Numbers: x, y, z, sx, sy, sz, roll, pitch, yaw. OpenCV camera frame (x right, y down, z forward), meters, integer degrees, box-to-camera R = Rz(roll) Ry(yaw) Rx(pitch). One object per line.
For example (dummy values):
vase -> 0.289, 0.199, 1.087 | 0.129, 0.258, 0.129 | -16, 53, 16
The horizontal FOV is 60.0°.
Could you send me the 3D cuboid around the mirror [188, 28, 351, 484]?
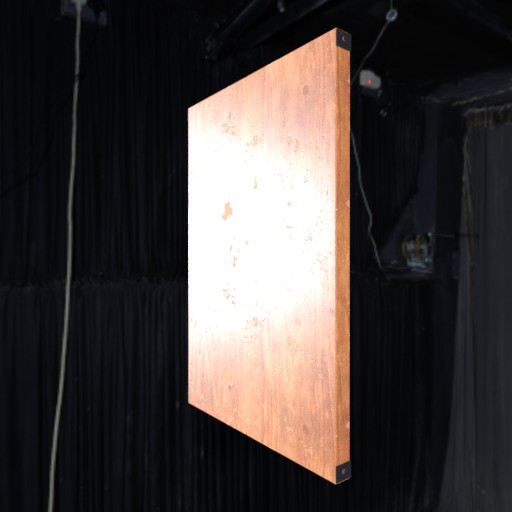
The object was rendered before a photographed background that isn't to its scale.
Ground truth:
mirror -> 0.000, 0.000, 0.957 | 0.053, 0.761, 0.517 | 0, 0, -37
